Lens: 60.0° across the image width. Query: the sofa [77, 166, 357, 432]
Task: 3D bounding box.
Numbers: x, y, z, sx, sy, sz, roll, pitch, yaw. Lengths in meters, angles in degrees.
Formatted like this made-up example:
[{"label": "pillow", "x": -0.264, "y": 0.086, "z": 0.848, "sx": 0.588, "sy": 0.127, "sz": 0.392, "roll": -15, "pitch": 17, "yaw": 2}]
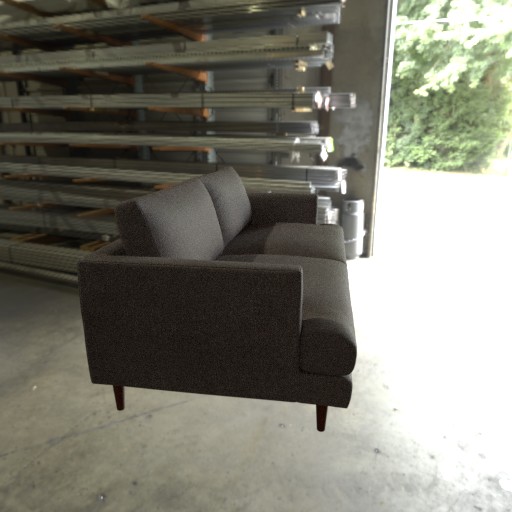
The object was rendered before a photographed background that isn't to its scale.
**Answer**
[{"label": "sofa", "x": 0.000, "y": 0.000, "z": 2.496, "sx": 1.020, "sy": 0.868, "sz": 1.948, "roll": 3, "pitch": 16, "yaw": 9}]
